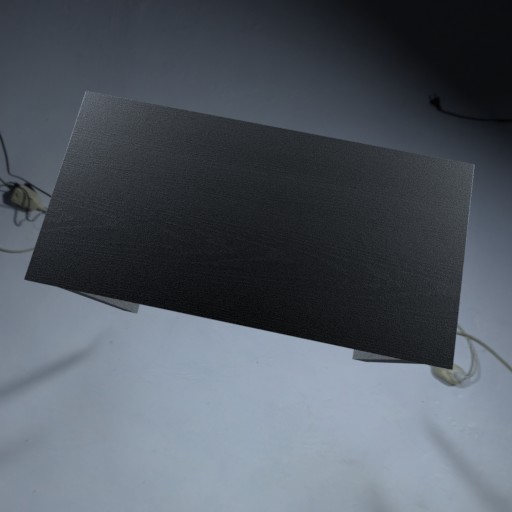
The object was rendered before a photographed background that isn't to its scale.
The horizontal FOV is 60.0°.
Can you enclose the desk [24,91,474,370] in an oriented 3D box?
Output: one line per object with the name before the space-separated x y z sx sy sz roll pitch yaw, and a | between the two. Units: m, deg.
desk | 0.000 0.000 1.426 0.991 0.762 0.499 11 77 3
